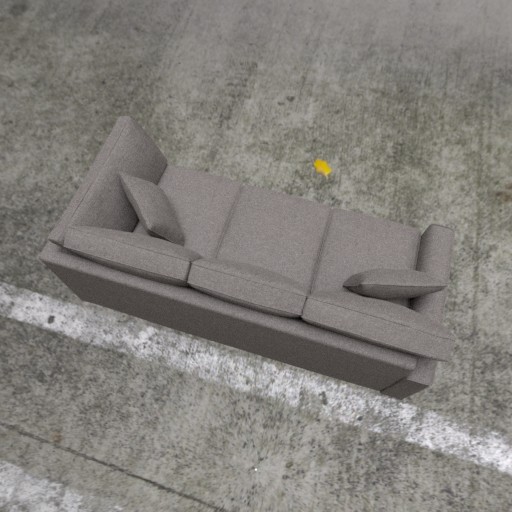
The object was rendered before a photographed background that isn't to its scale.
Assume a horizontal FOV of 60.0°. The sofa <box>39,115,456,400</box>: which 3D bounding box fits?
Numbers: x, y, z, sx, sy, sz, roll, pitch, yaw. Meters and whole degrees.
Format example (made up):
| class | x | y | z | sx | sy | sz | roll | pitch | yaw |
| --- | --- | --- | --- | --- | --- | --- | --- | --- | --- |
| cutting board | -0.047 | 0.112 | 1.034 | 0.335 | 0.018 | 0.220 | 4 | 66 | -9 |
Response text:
| class | x | y | z | sx | sy | sz | roll | pitch | yaw |
| --- | --- | --- | --- | --- | --- | --- | --- | --- | --- |
| sofa | 0.000 | 0.000 | 2.854 | 2.317 | 0.962 | 1.061 | 15 | 65 | 7 |
